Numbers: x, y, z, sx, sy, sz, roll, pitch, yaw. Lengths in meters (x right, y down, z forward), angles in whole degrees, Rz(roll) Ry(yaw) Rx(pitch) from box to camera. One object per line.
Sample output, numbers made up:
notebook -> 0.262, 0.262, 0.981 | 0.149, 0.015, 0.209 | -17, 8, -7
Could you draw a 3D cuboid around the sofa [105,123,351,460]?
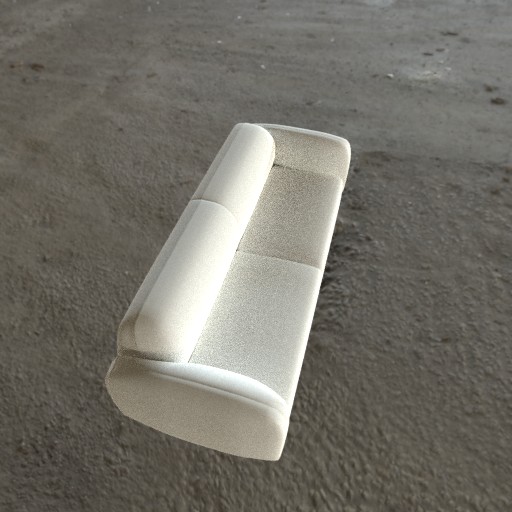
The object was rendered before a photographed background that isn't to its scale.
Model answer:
sofa -> 0.000, 0.000, 2.765 | 0.870, 0.780, 2.280 | 12, 49, 11
